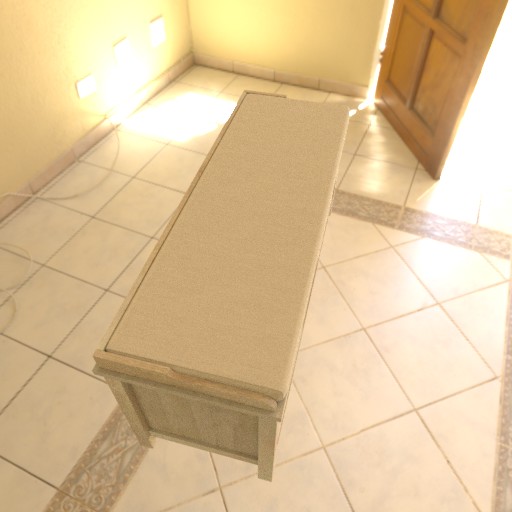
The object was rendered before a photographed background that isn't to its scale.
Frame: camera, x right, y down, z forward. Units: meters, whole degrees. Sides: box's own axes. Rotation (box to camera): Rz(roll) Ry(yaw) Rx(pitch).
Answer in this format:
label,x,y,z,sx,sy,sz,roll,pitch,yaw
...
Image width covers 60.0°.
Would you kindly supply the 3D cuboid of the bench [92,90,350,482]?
label,x,y,z,sx,sy,sz,roll,pitch,yaw
bench,0.000,0.000,1.396,0.398,0.501,1.140,11,49,10
